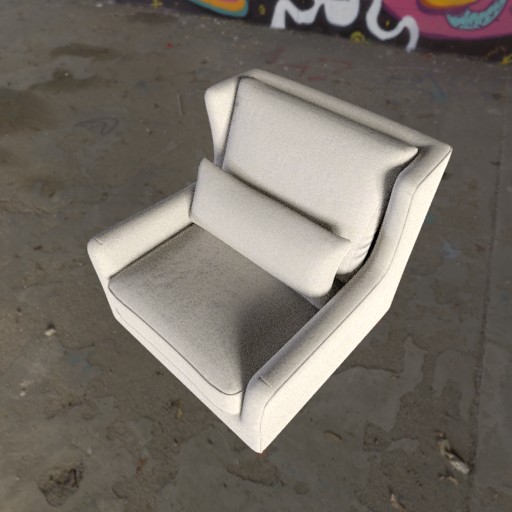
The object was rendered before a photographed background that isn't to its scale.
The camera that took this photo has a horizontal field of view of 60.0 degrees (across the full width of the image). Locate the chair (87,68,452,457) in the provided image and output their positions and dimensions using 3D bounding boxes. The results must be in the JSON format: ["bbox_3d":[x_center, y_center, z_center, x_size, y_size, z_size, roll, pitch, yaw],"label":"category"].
[{"bbox_3d":[0.000,0.000,1.843,0.982,1.056,1.040,34,55,28],"label":"chair"}]
